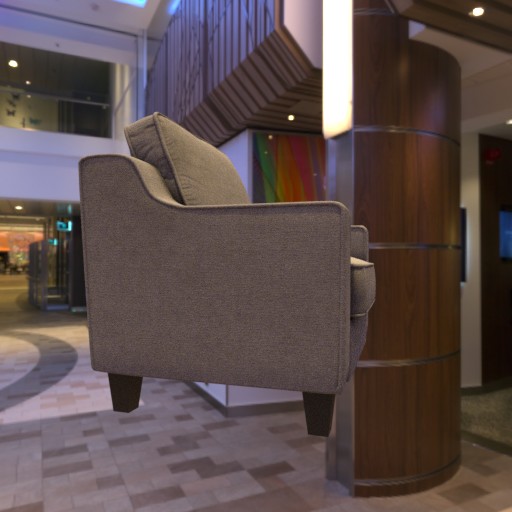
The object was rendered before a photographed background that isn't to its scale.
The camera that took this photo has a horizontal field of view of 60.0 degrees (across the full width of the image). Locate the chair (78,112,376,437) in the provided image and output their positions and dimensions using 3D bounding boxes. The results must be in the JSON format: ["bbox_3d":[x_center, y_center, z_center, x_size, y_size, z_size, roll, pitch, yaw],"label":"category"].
[{"bbox_3d":[0.000,0.000,1.643,0.840,0.944,0.926,0,-1,18],"label":"chair"}]
